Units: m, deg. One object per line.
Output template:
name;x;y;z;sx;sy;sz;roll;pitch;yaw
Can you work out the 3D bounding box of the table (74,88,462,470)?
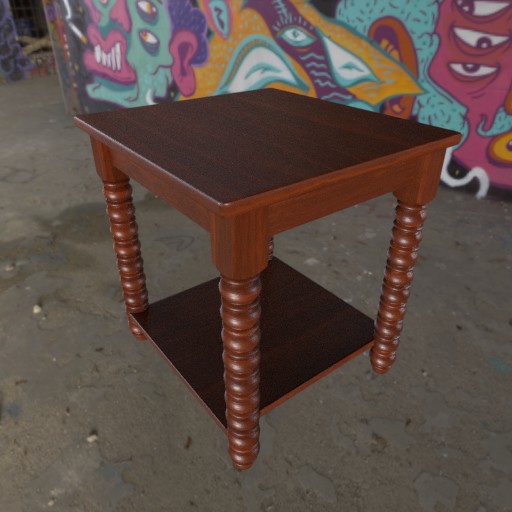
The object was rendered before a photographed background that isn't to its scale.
table;0.000;0.000;0.960;0.500;0.567;0.533;-21;37;-31
